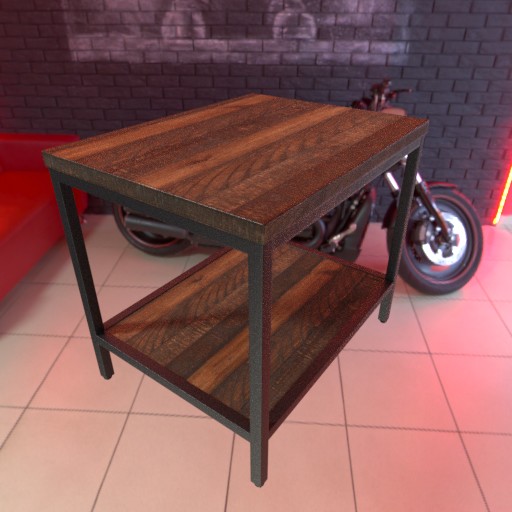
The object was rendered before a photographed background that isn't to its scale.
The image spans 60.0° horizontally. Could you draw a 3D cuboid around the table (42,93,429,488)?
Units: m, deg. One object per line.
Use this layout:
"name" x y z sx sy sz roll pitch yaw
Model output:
"table" 0.000 0.000 1.107 0.524 0.612 0.678 21 37 31
